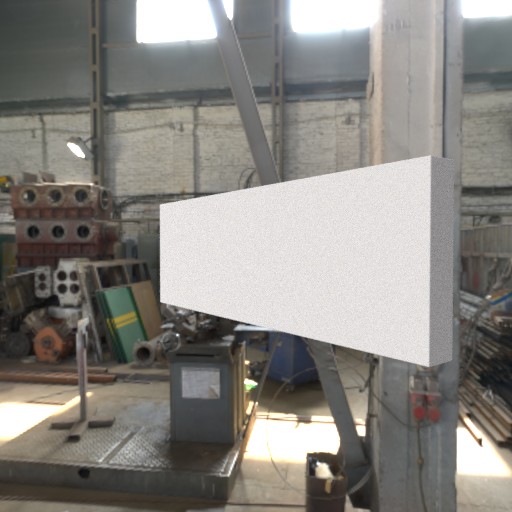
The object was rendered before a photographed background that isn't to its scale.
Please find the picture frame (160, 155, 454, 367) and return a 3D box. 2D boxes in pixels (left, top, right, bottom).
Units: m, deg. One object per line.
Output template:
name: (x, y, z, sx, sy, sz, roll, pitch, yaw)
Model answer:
picture frame: (0.000, 0.000, 0.842, 0.050, 0.250, 0.759, -1, 2, -36)
